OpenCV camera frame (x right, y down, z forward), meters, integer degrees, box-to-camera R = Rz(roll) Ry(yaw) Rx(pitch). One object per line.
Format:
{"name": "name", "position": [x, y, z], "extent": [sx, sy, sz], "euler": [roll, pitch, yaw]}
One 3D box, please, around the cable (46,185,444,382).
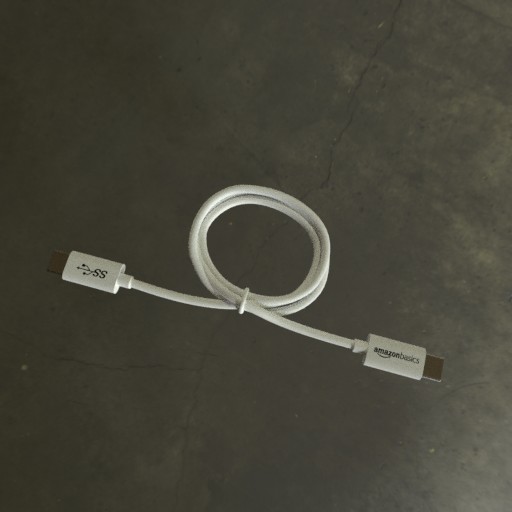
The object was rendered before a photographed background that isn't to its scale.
{"name": "cable", "position": [0.000, 0.000, 0.206], "extent": [0.186, 0.014, 0.070], "euler": [15, 77, 4]}
